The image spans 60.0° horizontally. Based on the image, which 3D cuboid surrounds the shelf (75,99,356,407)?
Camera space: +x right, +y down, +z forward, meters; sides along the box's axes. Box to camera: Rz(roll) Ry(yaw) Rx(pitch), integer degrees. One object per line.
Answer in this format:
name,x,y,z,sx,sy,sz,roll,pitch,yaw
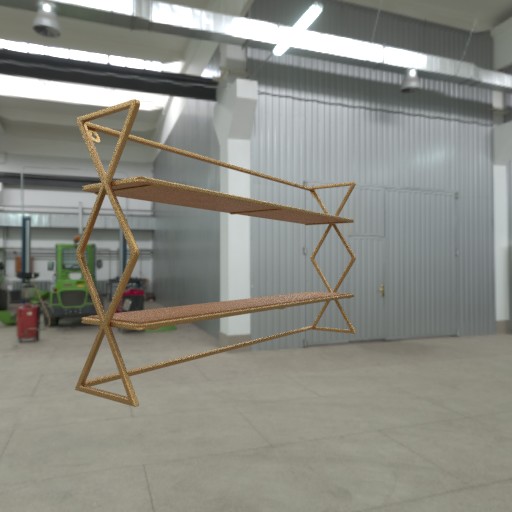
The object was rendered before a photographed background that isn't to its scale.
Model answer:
shelf,0.000,0.000,1.024,0.150,0.450,0.822,-1,-1,35
